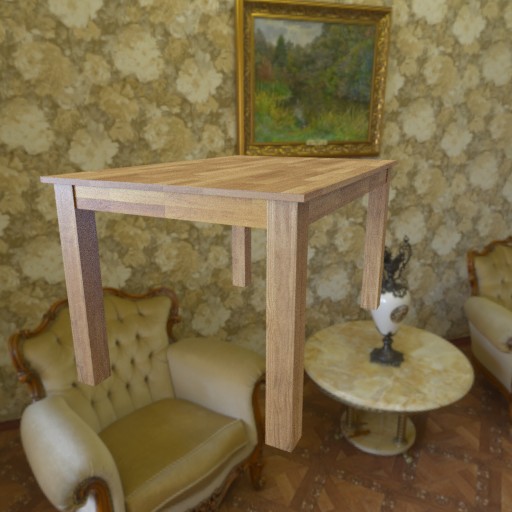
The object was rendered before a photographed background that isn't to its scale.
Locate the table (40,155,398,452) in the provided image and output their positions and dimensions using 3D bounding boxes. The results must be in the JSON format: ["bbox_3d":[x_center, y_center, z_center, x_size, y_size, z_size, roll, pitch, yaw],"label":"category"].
[{"bbox_3d":[0.000,0.000,1.892,0.900,0.750,1.300,8,18,25],"label":"table"}]
